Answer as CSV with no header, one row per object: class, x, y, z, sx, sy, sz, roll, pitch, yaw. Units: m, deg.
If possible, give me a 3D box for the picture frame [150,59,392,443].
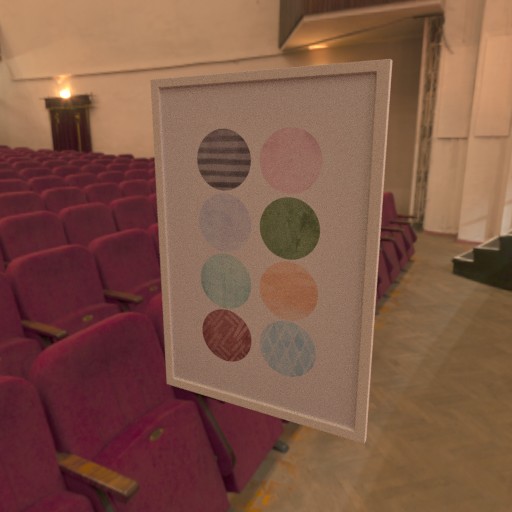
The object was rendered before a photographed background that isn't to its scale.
picture frame,0.000,0.000,0.844,0.457,0.657,0.013,7,16,27
